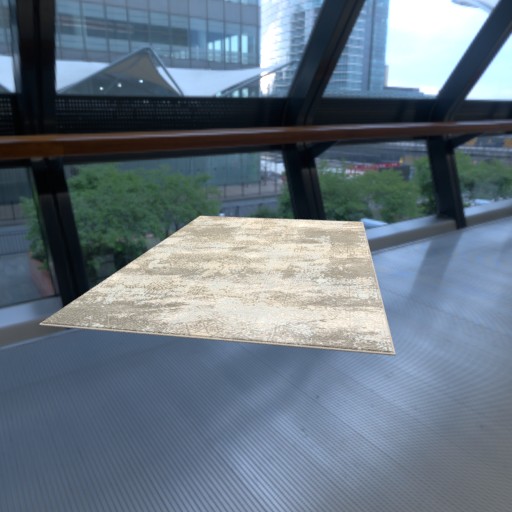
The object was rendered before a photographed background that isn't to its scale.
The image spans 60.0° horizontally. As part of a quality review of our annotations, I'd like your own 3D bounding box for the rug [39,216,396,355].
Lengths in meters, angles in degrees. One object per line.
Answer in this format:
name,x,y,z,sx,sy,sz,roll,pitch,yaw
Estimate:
rug,0.000,0.000,2.997,1.536,0.012,2.431,3,17,10
